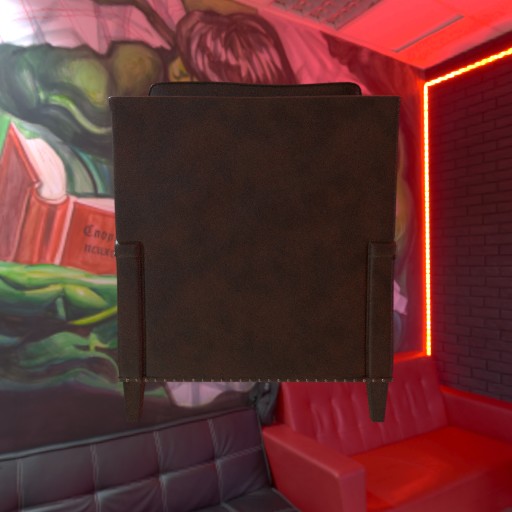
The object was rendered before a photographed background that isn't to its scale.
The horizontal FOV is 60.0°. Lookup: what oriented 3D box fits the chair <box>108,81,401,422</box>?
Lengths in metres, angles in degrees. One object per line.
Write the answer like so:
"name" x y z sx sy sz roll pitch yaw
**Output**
"chair" 0.000 0.000 1.772 0.854 1.054 1.035 0 -2 0
